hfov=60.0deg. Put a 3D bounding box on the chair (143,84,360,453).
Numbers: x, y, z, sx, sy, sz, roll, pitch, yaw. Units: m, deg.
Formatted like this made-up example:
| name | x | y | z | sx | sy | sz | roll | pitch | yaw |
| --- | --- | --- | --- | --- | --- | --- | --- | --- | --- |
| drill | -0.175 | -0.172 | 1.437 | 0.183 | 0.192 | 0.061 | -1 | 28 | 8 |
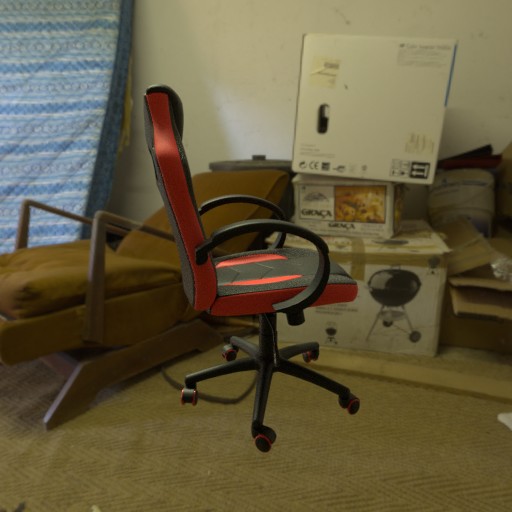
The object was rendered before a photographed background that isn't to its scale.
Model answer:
| name | x | y | z | sx | sy | sz | roll | pitch | yaw |
| --- | --- | --- | --- | --- | --- | --- | --- | --- | --- |
| chair | 0.000 | 0.000 | 1.416 | 0.642 | 1.016 | 0.600 | -3 | 16 | -10 |
